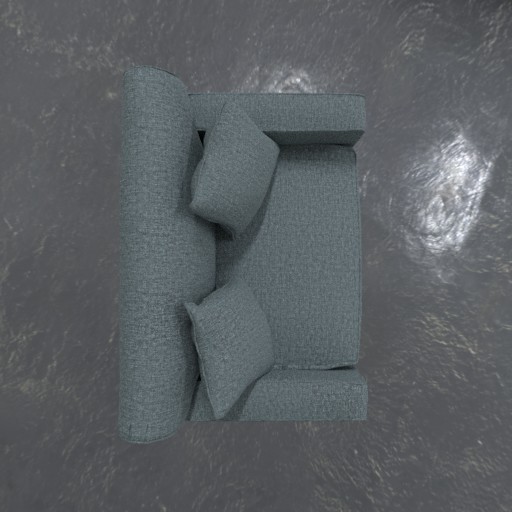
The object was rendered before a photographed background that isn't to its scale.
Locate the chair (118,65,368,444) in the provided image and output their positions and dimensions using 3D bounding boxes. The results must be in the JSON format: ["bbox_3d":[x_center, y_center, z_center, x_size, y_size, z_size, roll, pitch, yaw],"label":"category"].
[{"bbox_3d":[0.000,0.000,2.011,1.000,0.948,1.383,0,88,0],"label":"chair"}]
